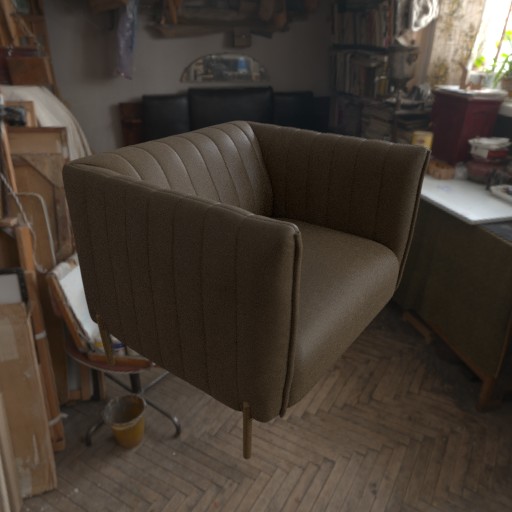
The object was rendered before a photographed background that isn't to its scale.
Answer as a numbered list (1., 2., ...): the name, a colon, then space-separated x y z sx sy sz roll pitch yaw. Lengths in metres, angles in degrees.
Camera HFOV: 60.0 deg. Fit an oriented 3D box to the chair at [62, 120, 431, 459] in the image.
1. chair: 0.000 0.000 1.634 0.876 0.779 0.981 19 33 32
